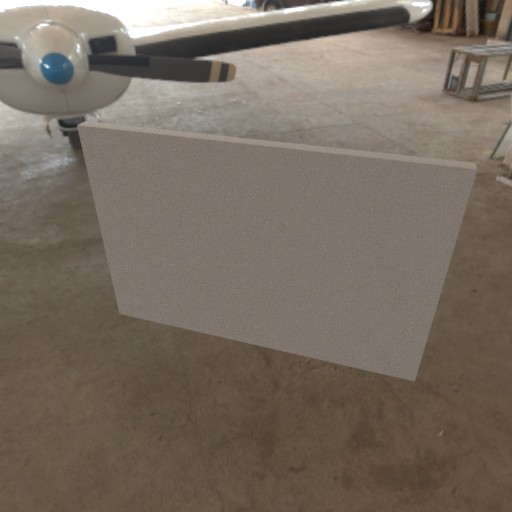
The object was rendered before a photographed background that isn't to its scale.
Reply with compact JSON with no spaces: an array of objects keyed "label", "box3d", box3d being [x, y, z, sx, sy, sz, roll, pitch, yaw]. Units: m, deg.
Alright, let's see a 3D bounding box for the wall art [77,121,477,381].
[{"label":"wall art","box3d":[0.000,0.000,1.139,0.898,0.601,0.038,10,35,15]}]
